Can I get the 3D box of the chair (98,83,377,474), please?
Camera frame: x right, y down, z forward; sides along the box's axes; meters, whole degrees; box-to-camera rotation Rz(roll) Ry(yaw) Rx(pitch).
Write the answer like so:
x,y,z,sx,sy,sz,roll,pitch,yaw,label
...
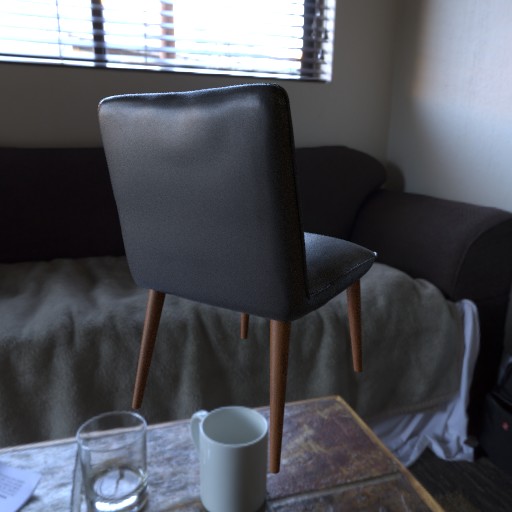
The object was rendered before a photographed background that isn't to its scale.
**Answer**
x,y,z,sx,sy,sz,roll,pitch,yaw,label
0.000,0.000,1.203,0.543,0.801,0.645,8,16,28,chair
